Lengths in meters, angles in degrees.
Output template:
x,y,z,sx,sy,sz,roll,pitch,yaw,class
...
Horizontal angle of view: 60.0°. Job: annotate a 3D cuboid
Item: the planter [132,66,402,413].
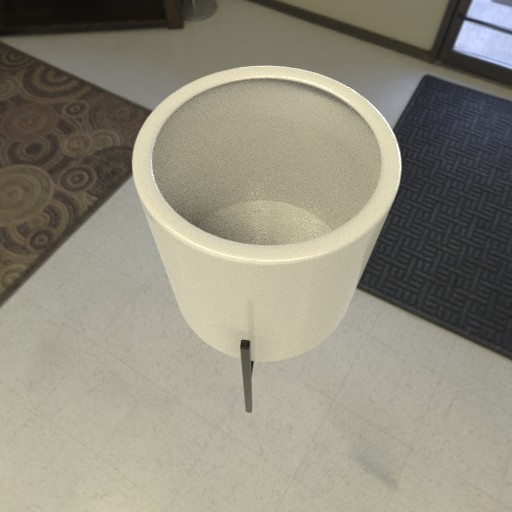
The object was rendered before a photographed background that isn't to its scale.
x,y,z,sx,sy,sz,roll,pitch,yaw,class
0.000,0.000,0.514,0.239,0.356,0.239,31,63,17,planter
